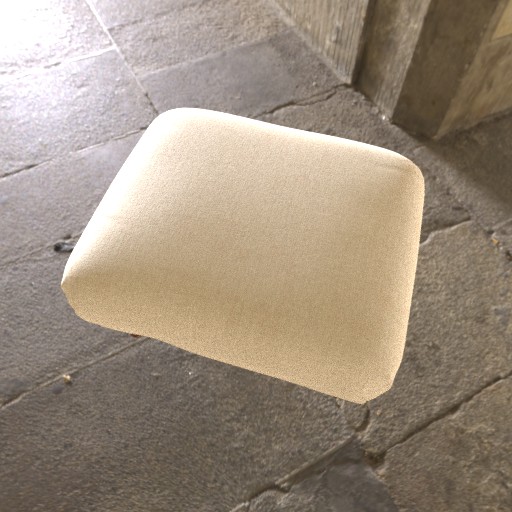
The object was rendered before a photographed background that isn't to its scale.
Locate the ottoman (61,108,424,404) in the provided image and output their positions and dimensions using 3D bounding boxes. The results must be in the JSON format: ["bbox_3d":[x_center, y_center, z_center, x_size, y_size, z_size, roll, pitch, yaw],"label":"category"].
[{"bbox_3d":[0.000,0.000,1.148,0.747,0.450,0.622,14,60,9],"label":"ottoman"}]
